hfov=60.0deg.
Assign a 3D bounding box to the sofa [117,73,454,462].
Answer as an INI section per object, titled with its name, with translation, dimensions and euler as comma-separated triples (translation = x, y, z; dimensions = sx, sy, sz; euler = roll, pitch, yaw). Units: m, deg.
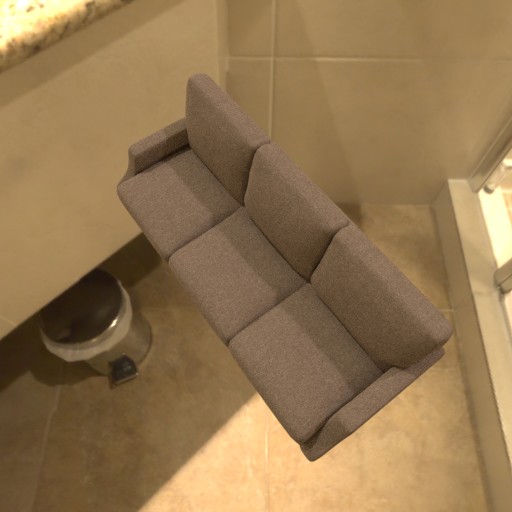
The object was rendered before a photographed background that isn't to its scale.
[sofa]
translation = 0.000, 0.000, 2.601
dimensions = 0.888, 0.984, 2.115
euler = -33, 68, -16
